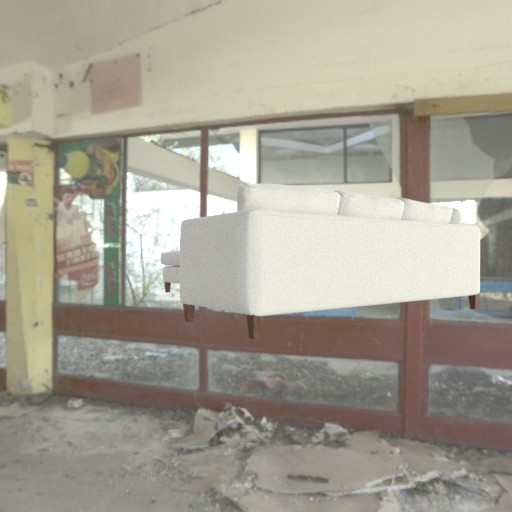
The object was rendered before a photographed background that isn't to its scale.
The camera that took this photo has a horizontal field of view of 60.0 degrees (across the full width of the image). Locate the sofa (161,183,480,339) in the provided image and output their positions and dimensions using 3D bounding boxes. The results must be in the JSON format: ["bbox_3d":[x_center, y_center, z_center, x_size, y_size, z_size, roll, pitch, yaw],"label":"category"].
[{"bbox_3d":[0.000,0.000,4.641,2.593,0.956,3.459,0,0,-36],"label":"sofa"}]
